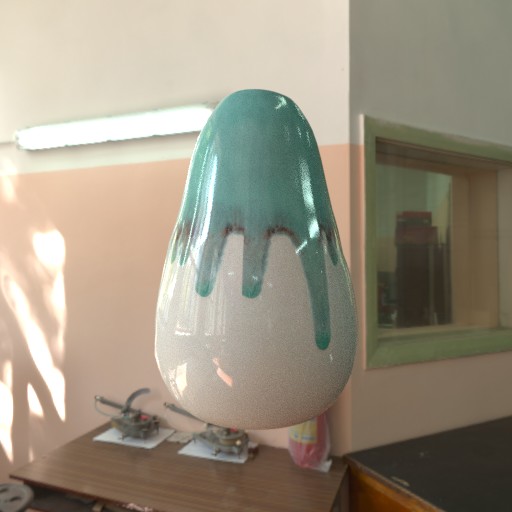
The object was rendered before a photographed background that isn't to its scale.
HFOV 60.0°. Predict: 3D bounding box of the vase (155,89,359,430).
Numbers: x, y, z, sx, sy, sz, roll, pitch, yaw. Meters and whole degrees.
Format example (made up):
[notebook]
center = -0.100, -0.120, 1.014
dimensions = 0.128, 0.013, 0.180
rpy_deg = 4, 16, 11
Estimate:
[vase]
center = 0.000, 0.000, 0.259
dimensions = 0.116, 0.179, 0.116
rpy_deg = 0, -2, 0
